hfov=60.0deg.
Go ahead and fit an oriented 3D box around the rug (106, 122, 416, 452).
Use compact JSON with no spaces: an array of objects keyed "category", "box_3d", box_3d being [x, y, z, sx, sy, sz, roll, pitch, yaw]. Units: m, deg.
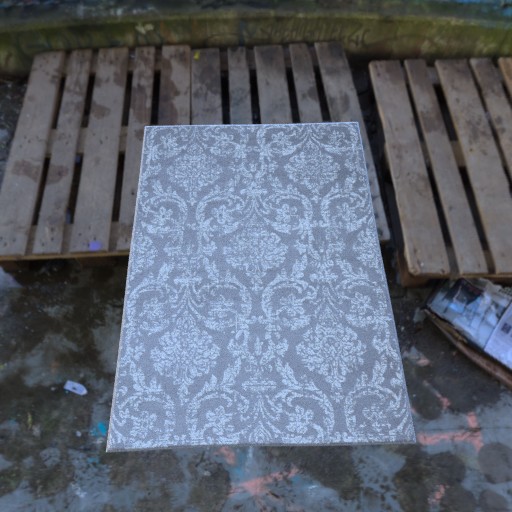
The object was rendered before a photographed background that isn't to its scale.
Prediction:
[{"category":"rug","box_3d":[0.000,0.000,2.768,1.578,0.014,2.206,-1,62,-1]}]
